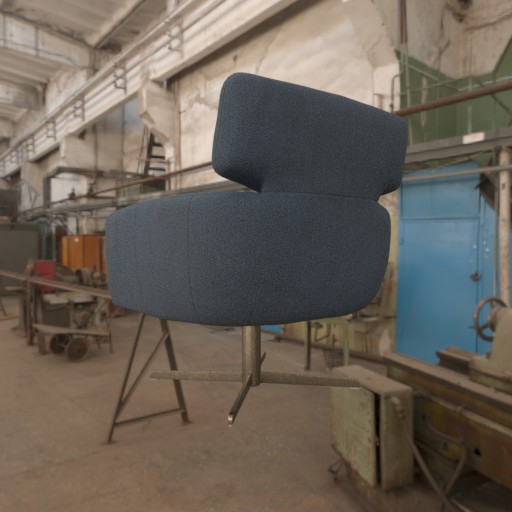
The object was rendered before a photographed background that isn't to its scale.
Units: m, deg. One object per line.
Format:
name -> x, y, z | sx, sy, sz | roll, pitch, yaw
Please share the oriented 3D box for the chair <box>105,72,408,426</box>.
chair -> 0.000, 0.000, 1.377 | 0.738, 0.813, 0.761 | -1, 2, -37
